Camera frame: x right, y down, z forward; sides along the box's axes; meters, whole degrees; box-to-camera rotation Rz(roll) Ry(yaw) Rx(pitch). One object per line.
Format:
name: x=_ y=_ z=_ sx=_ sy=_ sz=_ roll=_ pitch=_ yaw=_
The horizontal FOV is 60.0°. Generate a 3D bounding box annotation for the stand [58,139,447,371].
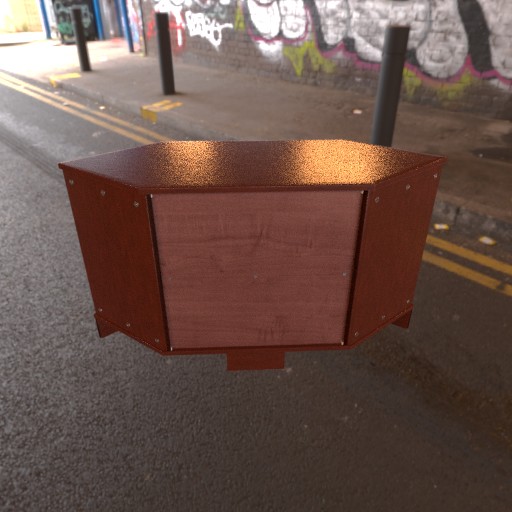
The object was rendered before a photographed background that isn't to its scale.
stand: x=0.000 y=0.000 z=1.372 sx=1.072 sy=0.614 sz=0.381 roll=-1 pitch=31 yaw=-2
